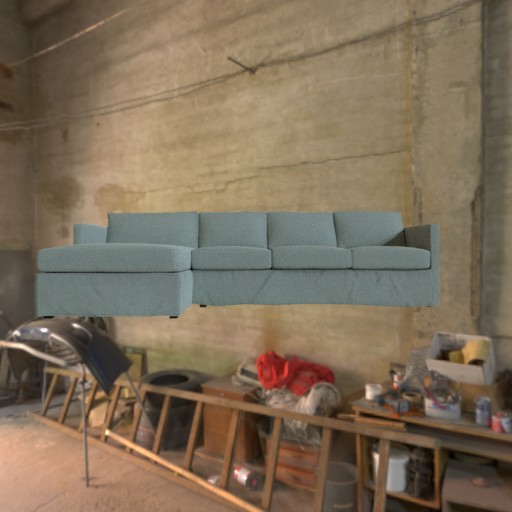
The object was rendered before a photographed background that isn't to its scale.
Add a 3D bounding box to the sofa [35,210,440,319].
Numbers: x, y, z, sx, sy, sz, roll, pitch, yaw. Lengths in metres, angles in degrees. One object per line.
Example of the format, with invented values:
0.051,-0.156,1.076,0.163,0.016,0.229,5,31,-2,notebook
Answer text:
0.000,0.000,3.925,3.205,0.922,1.650,0,0,-1,sofa
